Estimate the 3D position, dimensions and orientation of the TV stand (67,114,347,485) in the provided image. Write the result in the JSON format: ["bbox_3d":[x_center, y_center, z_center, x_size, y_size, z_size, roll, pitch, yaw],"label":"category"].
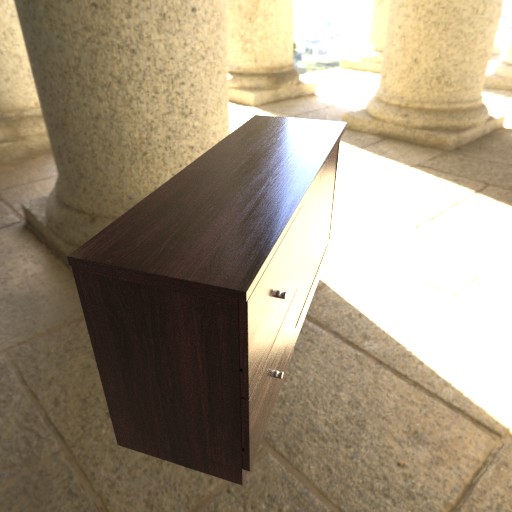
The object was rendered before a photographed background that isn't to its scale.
[{"bbox_3d":[0.000,0.000,1.478,0.404,0.614,1.192,10,33,16],"label":"TV stand"}]
